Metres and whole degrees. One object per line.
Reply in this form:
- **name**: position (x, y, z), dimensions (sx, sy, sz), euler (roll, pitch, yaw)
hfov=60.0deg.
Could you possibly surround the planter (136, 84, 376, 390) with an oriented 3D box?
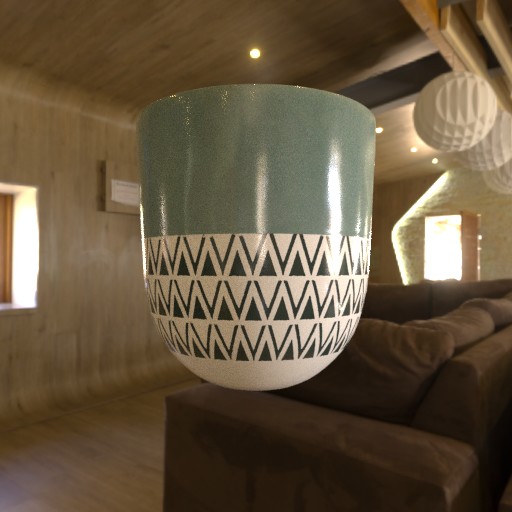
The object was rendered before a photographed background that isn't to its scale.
- **planter**: position (0.000, 0.000, 0.377), dimensions (0.198, 0.214, 0.198), euler (0, -1, 0)
